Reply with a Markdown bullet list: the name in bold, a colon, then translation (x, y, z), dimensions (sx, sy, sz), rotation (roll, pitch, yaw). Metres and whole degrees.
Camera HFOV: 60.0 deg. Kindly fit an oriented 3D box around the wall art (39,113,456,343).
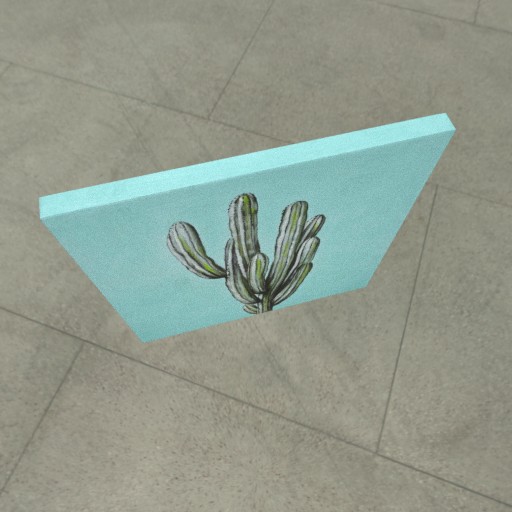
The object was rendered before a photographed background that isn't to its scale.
- **wall art**: translation (0.000, 0.000, 1.140), dimensions (0.765, 0.766, 0.054), rotation (-13, 64, -7)
